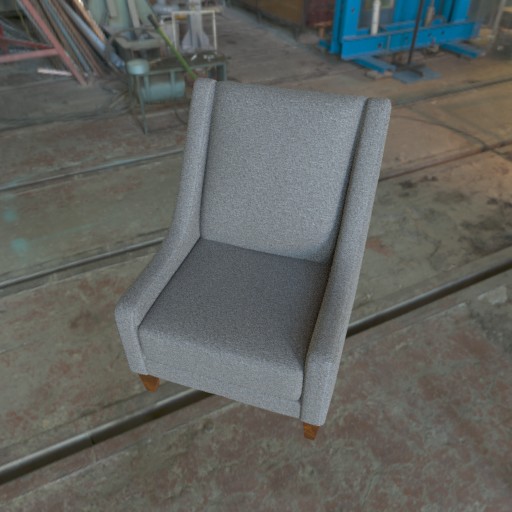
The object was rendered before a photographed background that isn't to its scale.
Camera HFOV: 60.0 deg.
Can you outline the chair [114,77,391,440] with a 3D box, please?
[{"bbox_3d":[0.000,0.000,1.682,0.774,1.016,0.870,12,41,14],"label":"chair"}]
